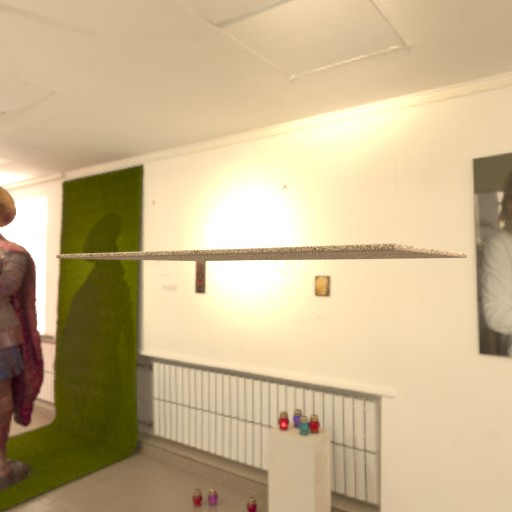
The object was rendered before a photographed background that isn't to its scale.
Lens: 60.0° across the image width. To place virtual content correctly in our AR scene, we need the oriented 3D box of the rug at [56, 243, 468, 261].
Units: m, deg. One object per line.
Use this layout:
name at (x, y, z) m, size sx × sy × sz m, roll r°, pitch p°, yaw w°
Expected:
rug at (0.000, 0.000, 3.078) m, size 2.438 × 0.030 × 1.524 m, roll -1°, pitch -2°, yaw 35°
